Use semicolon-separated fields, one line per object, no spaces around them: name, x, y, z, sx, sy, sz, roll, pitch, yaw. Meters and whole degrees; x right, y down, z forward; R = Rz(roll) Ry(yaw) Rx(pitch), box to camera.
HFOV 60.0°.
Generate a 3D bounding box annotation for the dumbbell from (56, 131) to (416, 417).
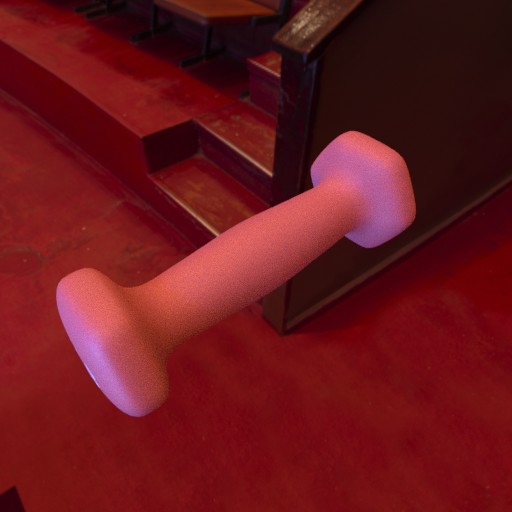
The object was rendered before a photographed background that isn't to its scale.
dumbbell;0.000;0.000;0.148;0.123;0.043;0.047;-32;54;-26
